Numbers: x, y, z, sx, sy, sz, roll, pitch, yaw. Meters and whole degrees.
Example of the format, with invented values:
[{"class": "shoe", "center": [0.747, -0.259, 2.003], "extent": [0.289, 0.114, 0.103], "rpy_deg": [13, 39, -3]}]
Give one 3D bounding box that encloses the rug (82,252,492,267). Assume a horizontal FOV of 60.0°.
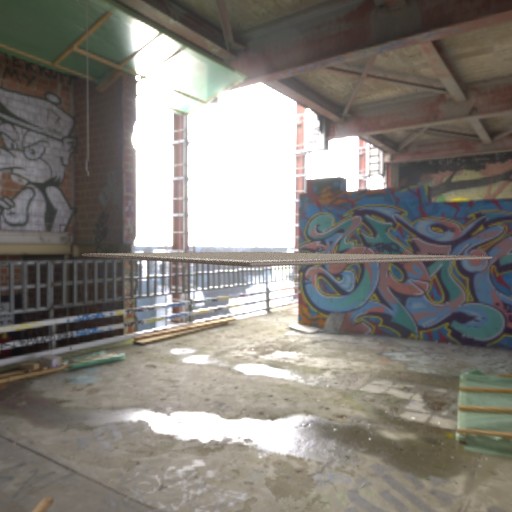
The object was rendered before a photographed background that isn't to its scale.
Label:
[{"class": "rug", "center": [0.000, 0.000, 2.692], "extent": [1.525, 0.020, 2.081], "rpy_deg": [-1, 1, -35]}]
